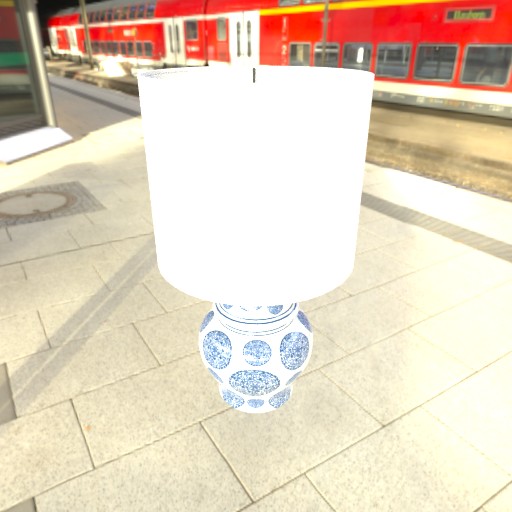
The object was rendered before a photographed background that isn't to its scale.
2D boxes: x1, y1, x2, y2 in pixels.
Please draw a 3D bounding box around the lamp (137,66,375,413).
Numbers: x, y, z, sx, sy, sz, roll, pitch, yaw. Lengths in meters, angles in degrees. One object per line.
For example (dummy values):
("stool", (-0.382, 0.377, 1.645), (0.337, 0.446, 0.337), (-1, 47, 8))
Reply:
("lamp", (0.000, 0.000, 0.497), (0.215, 0.381, 0.215), (-17, 31, -30))
